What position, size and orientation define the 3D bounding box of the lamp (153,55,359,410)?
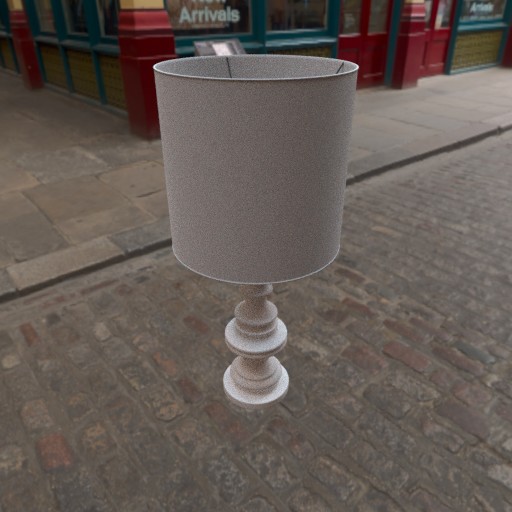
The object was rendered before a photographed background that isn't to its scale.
[{"bbox_3d":[0.000,0.000,0.571,0.208,0.455,0.208,-22,36,-34],"label":"lamp"}]
